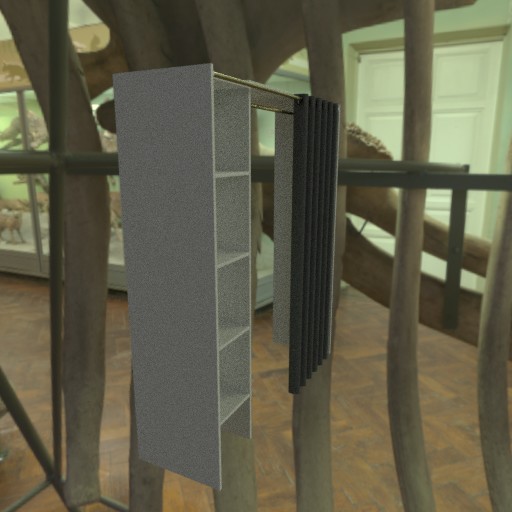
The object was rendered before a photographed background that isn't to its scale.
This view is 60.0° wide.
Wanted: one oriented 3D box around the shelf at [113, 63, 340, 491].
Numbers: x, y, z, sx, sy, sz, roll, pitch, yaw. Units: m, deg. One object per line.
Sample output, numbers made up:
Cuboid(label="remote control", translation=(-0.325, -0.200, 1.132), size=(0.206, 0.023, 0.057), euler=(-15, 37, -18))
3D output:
Cuboid(label="shelf", translation=(0.000, 0.000, 2.599), size=(0.500, 1.810, 1.600), euler=(7, 15, 26))
